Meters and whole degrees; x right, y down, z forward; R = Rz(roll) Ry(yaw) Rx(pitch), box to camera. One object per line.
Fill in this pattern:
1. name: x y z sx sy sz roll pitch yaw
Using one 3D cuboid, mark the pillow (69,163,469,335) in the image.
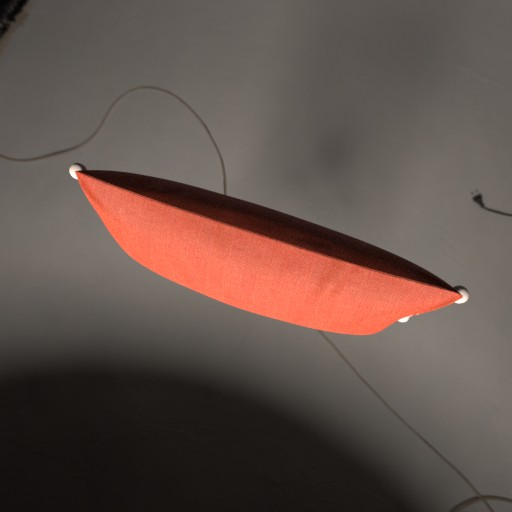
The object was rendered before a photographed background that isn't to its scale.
1. pillow: 0.000 0.000 0.853 0.709 0.322 0.201 18 76 5
